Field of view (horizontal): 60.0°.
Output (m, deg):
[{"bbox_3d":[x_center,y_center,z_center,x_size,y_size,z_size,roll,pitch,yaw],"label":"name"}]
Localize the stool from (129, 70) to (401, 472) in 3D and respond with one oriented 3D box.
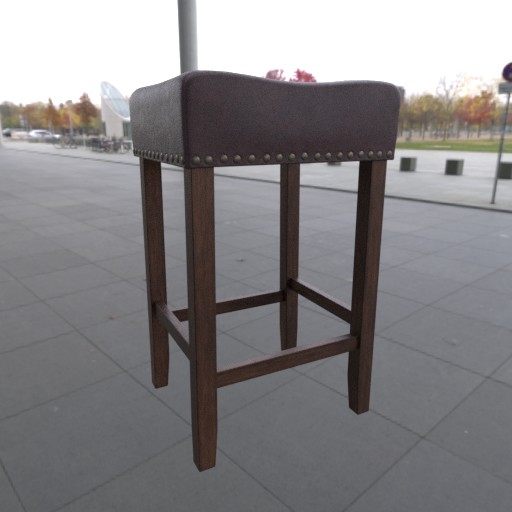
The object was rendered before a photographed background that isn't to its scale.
[{"bbox_3d":[0.000,0.000,1.056,0.465,0.769,0.401,-8,18,-26],"label":"stool"}]
